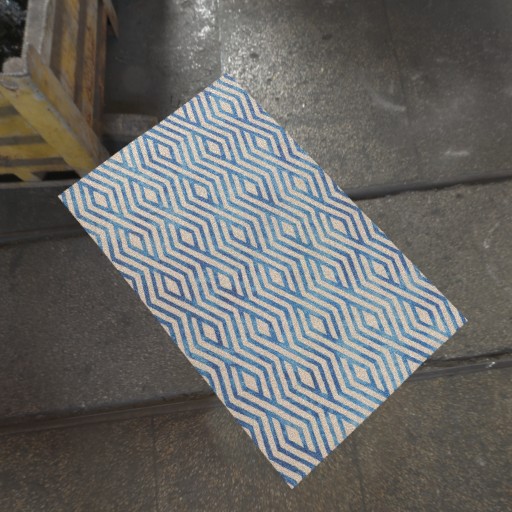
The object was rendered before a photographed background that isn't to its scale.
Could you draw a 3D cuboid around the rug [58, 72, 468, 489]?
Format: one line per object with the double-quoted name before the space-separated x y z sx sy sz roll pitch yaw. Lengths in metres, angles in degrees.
"rug" 0.000 0.000 2.972 1.531 0.008 2.439 -40 79 -9
